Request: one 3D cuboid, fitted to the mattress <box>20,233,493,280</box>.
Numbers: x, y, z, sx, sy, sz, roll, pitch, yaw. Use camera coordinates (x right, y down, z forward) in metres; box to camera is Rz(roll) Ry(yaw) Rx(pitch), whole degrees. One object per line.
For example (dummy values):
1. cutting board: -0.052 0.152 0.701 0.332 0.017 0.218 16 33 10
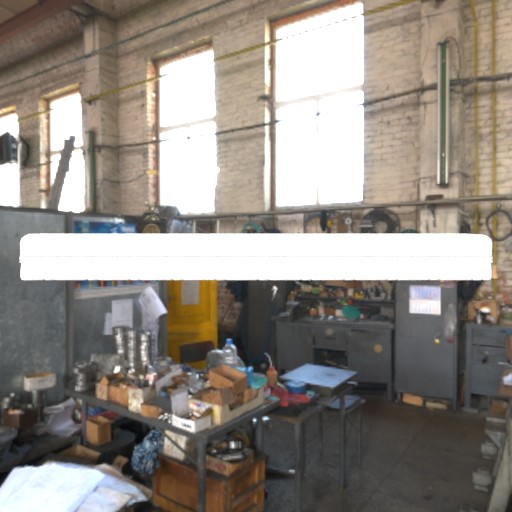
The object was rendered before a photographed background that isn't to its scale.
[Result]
1. mattress: 0.000 0.000 2.312 2.000 0.200 0.900 0 1 0
